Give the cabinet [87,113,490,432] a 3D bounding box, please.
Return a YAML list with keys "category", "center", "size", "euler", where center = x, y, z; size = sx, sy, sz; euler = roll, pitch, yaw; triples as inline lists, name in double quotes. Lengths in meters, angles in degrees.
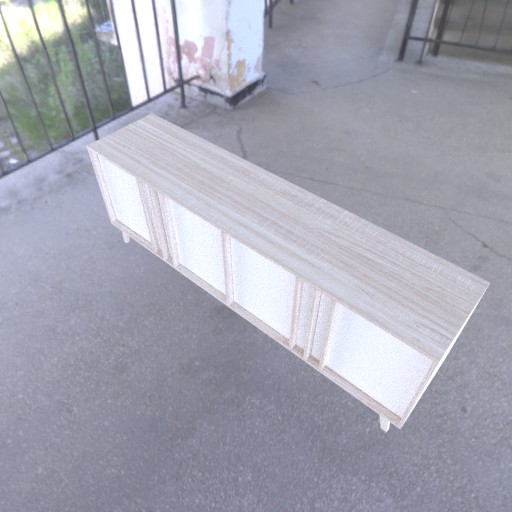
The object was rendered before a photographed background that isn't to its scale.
- category: "cabinet"
  center: [0.000, 0.000, 2.532]
  size: [2.200, 0.780, 0.500]
  euler: [32, 54, 27]
